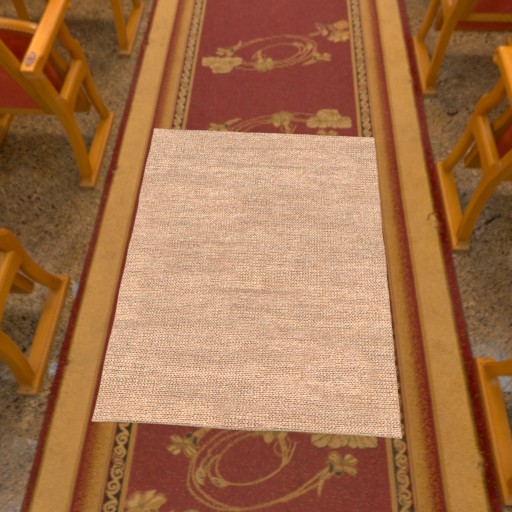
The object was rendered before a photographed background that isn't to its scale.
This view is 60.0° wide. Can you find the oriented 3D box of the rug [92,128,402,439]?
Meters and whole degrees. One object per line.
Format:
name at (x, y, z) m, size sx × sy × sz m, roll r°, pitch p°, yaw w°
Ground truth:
rug at (0.000, 0.000, 4.147) m, size 2.429 × 0.030 × 3.052 m, roll 3°, pitch 63°, yaw 1°
